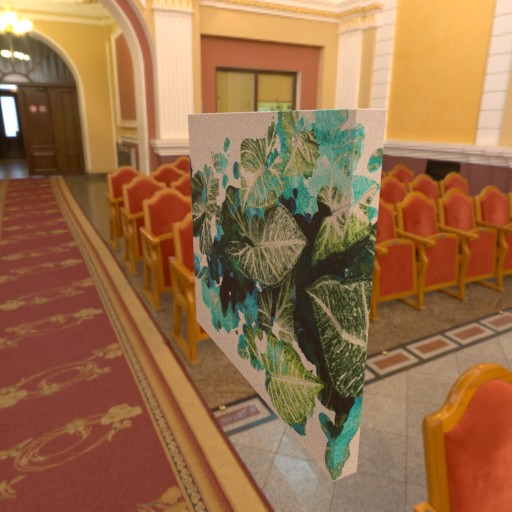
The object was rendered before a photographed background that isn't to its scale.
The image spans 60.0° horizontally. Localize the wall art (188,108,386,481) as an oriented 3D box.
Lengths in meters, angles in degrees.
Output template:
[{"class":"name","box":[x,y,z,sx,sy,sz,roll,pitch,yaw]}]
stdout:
[{"class":"wall art","box":[0.000,0.000,0.705,0.041,0.435,0.507,-8,19,-25]}]
